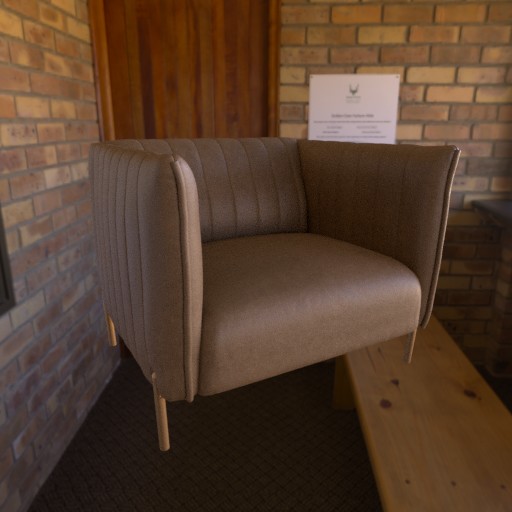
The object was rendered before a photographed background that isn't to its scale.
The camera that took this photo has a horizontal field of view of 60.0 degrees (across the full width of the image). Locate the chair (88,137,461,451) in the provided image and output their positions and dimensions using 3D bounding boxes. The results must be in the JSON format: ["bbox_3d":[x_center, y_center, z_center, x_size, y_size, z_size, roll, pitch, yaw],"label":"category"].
[{"bbox_3d":[0.000,0.000,1.545,0.981,0.779,0.876,-9,19,-28],"label":"chair"}]
